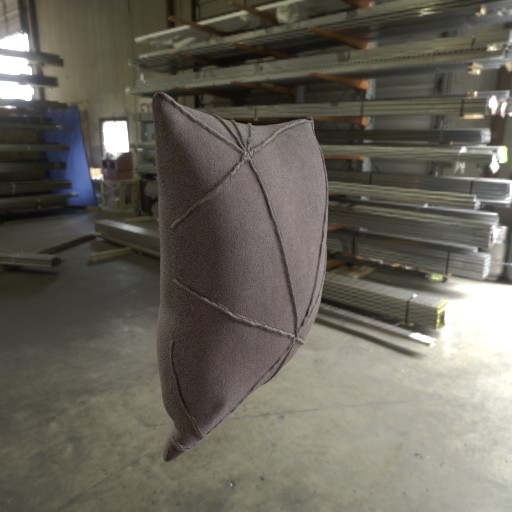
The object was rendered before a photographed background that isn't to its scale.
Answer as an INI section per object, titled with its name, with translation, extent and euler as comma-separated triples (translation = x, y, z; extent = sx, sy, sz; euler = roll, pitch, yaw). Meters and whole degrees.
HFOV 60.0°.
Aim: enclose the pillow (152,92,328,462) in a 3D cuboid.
[pillow]
translation = 0.000, 0.000, 0.681
extent = 0.185, 0.440, 0.439
euler = 8, 17, 28
